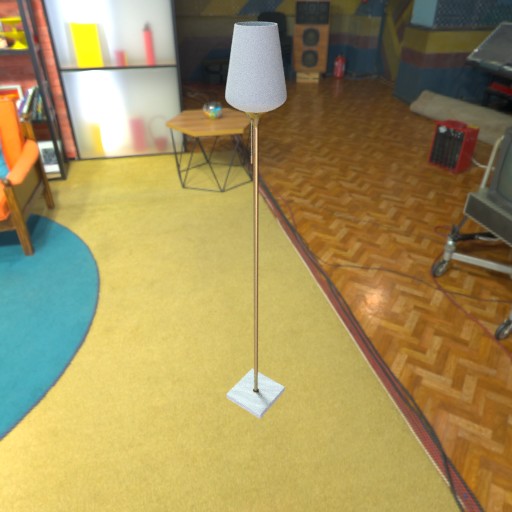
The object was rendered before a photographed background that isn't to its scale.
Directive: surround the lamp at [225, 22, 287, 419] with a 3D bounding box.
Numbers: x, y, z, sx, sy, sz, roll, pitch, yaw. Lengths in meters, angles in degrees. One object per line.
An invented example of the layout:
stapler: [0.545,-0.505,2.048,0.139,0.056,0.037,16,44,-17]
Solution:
lamp: [0.000,0.000,1.947,0.229,1.813,0.232,22,39,30]
